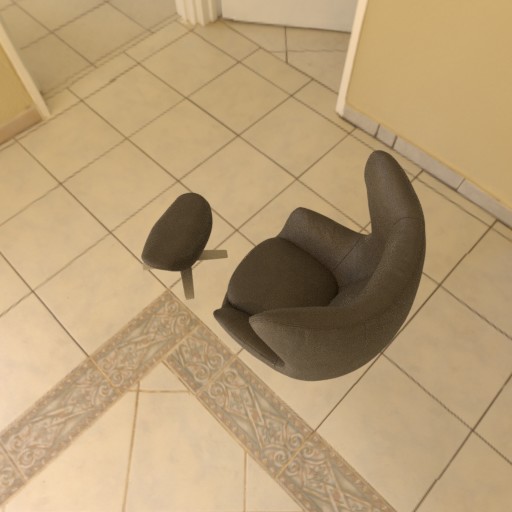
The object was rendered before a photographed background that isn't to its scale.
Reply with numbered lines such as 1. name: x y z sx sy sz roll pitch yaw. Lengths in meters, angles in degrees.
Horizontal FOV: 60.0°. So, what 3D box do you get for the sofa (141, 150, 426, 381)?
1. sofa: 0.000 0.000 2.143 1.444 1.135 0.894 31 66 16
